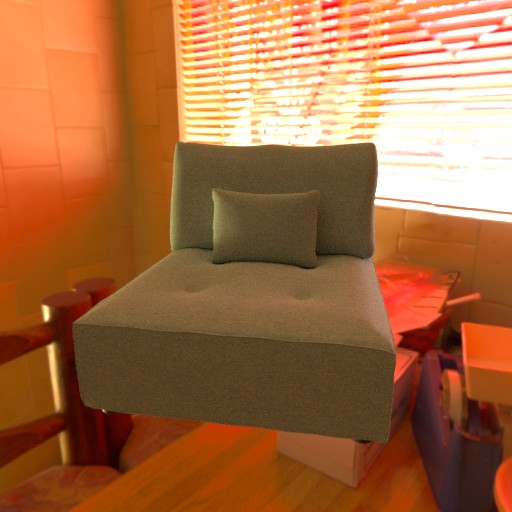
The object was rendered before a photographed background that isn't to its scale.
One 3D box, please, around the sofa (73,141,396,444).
[{"bbox_3d":[0.000,0.000,1.674,0.930,0.820,1.000,3,16,10],"label":"sofa"}]
